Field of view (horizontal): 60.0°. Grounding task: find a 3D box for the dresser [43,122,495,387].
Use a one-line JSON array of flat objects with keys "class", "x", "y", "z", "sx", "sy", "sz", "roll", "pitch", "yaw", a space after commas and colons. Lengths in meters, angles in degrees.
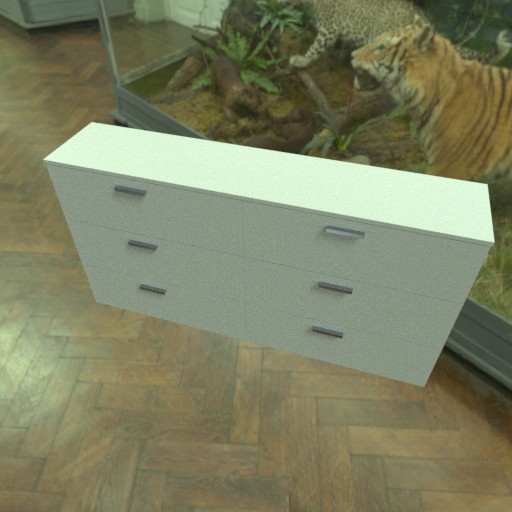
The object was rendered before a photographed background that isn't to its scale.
[{"class": "dresser", "x": 0.000, "y": 0.000, "z": 1.818, "sx": 1.535, "sy": 0.790, "sz": 0.333, "roll": 12, "pitch": 44, "yaw": 13}]
